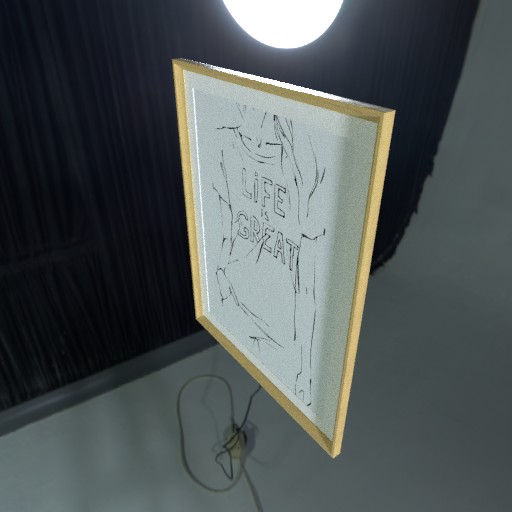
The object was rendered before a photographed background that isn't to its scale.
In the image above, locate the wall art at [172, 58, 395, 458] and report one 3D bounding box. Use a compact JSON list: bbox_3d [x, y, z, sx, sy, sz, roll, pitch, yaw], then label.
[{"bbox_3d":[0.000,0.000,1.326,0.030,1.002,0.798,-22,38,-31],"label":"wall art"}]
